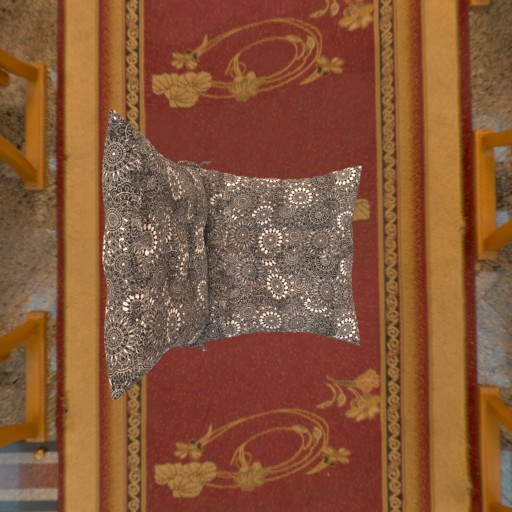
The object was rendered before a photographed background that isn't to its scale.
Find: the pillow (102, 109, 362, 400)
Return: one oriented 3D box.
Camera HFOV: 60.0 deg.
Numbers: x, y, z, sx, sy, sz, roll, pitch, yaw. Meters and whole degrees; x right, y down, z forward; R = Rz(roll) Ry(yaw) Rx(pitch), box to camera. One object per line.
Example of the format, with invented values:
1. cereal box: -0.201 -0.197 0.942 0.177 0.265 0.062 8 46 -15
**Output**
1. pillow: 0.000 0.000 1.024 0.585 0.536 0.541 0 90 0
